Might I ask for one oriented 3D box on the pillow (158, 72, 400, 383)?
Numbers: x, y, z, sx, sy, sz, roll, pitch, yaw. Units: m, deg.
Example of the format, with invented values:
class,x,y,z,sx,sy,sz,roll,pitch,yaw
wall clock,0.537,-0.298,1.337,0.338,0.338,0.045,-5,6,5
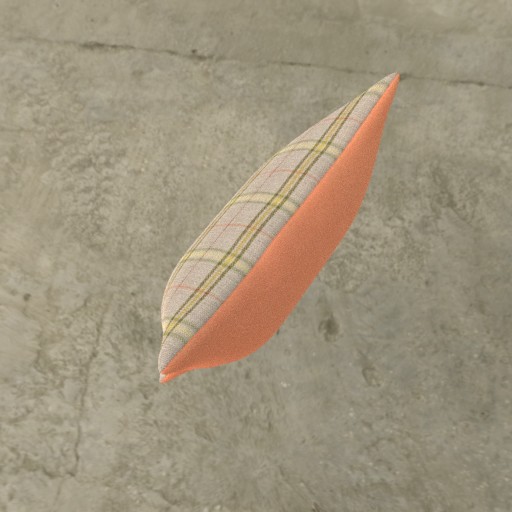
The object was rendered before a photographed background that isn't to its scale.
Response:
class,x,y,z,sx,sy,sz,roll,pitch,yaw
pillow,0.000,0.000,0.676,0.200,0.430,0.453,32,68,15
